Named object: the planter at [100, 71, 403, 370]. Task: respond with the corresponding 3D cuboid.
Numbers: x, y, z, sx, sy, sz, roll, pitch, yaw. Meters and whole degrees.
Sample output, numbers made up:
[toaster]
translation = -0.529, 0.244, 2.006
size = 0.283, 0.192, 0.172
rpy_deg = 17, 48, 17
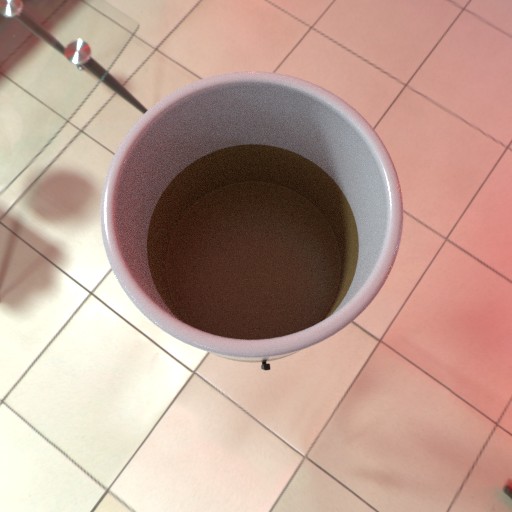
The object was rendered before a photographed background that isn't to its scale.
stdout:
[planter]
translation = 0.000, 0.000, 0.644
size = 0.310, 0.432, 0.310
rpy_deg = -20, 77, -5
